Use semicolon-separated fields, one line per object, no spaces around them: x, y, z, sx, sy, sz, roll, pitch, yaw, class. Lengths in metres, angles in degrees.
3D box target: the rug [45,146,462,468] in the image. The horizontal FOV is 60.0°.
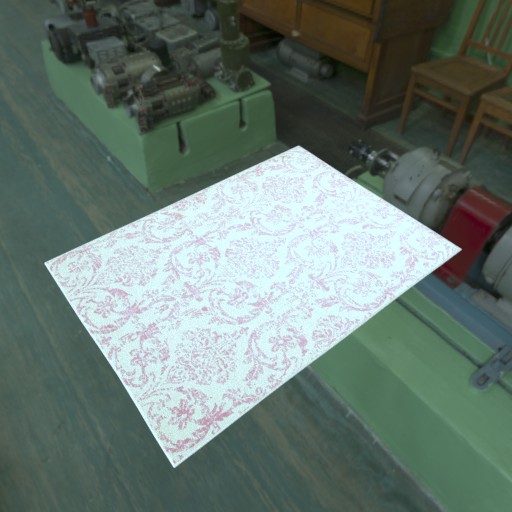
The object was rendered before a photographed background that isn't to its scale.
0.000;0.000;2.883;2.202;0.014;1.598;-30;53;-26;rug
